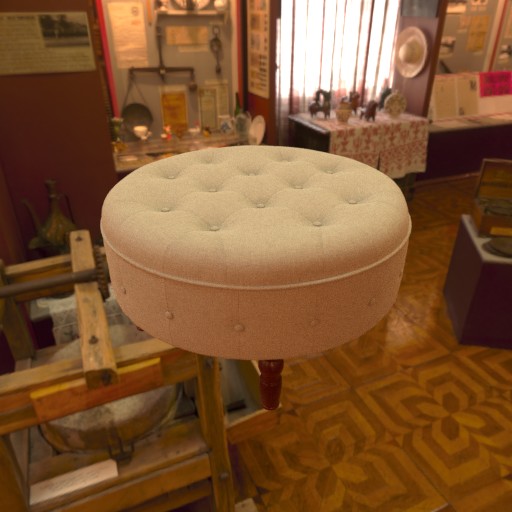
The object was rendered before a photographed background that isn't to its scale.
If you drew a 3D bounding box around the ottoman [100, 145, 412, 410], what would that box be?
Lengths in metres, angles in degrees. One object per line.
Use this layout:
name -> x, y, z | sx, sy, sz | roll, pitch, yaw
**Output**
ottoman -> 0.000, 0.000, 1.344 | 0.849, 0.478, 0.849 | 0, 29, 0
